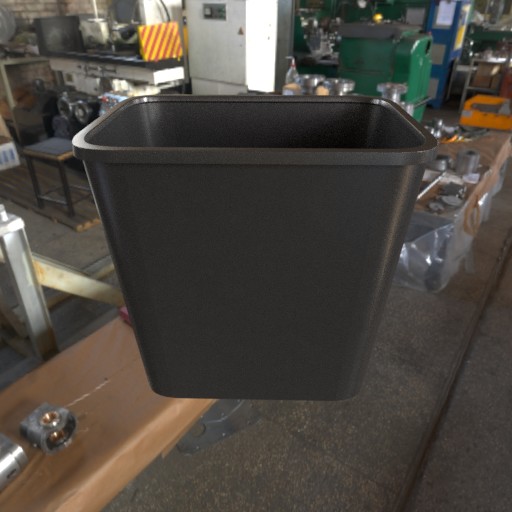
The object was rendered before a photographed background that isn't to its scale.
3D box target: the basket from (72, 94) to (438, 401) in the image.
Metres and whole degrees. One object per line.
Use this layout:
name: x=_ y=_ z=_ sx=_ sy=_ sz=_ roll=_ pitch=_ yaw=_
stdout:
basket: x=0.000 y=0.000 z=0.499 sx=0.300 sy=0.307 sz=0.211 roll=1 pitch=31 yaw=1
